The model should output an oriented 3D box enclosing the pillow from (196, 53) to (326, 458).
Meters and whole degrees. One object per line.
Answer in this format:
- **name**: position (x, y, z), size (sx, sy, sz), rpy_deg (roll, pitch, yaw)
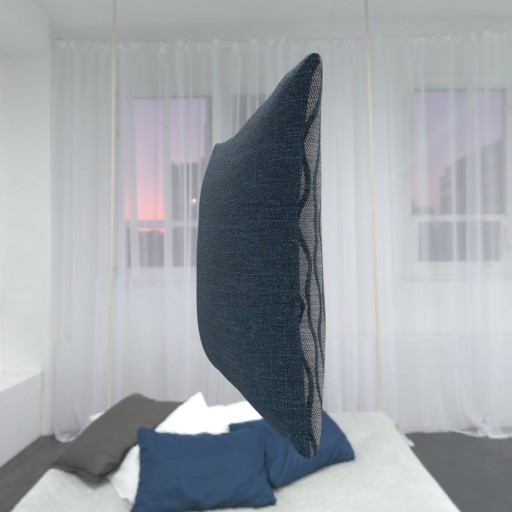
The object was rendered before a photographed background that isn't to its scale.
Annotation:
- **pillow**: position (0.000, 0.000, 0.668), size (0.159, 0.435, 0.435), rpy_deg (0, 0, -19)
